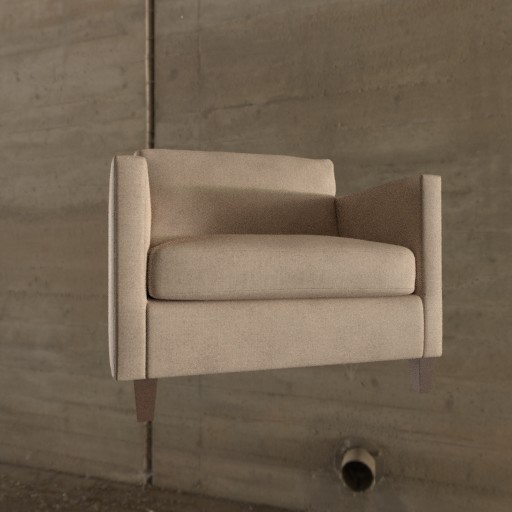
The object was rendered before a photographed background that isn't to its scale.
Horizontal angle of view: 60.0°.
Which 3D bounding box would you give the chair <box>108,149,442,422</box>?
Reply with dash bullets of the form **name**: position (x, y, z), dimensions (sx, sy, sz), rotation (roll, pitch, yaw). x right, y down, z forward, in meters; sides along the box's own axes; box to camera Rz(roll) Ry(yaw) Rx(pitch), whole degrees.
- **chair**: position (0.000, 0.000, 1.817), dimensions (1.133, 0.961, 0.959), rotation (0, 0, -17)
